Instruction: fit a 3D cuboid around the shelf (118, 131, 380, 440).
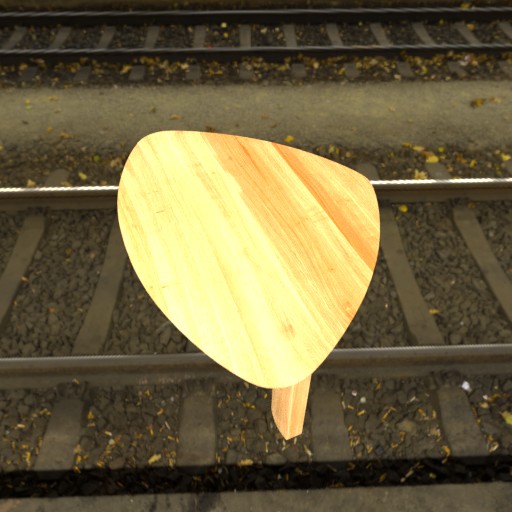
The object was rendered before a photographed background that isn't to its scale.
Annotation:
[{"bbox_3d":[0.000,0.000,1.612,0.863,0.439,1.240,-17,47,-16],"label":"shelf"}]
